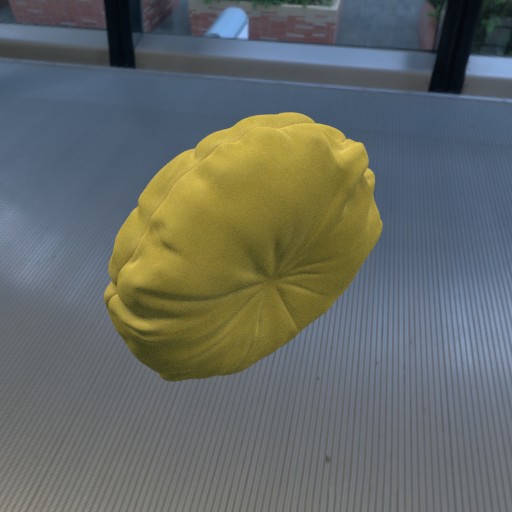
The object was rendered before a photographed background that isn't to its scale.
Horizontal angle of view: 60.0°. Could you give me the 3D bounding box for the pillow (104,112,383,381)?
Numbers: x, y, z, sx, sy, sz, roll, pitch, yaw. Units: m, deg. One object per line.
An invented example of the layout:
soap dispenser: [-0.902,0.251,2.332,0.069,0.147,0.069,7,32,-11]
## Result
pillow: [0.000,0.000,0.637,0.428,0.407,0.148,-25,51,-22]
